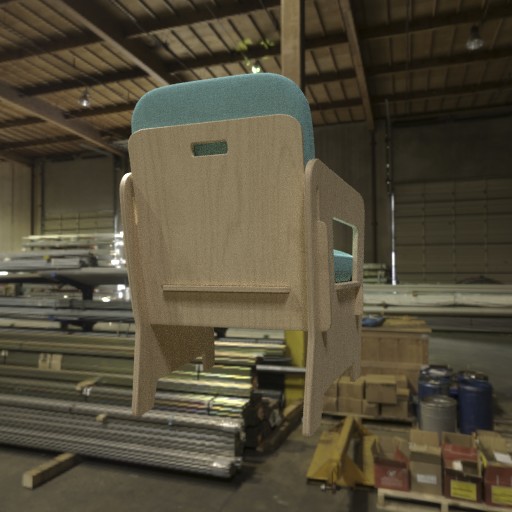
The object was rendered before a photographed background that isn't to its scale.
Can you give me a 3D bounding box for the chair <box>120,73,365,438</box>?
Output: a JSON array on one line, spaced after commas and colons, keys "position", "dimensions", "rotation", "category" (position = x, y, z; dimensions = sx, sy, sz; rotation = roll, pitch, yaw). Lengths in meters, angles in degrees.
[{"position": [0.000, 0.000, 1.313], "dimensions": [0.590, 0.800, 0.710], "rotation": [0, -2, 18], "category": "chair"}]
